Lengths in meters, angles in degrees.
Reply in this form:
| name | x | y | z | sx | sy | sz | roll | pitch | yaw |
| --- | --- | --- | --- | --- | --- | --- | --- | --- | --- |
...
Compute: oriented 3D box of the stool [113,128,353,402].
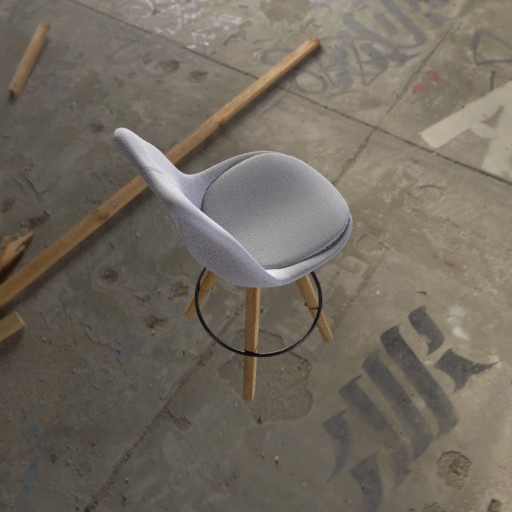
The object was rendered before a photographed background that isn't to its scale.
| name | x | y | z | sx | sy | sz | roll | pitch | yaw |
| --- | --- | --- | --- | --- | --- | --- | --- | --- | --- |
| stool | 0.000 | 0.000 | 1.391 | 0.550 | 1.115 | 0.484 | -32 | 63 | -18 |
